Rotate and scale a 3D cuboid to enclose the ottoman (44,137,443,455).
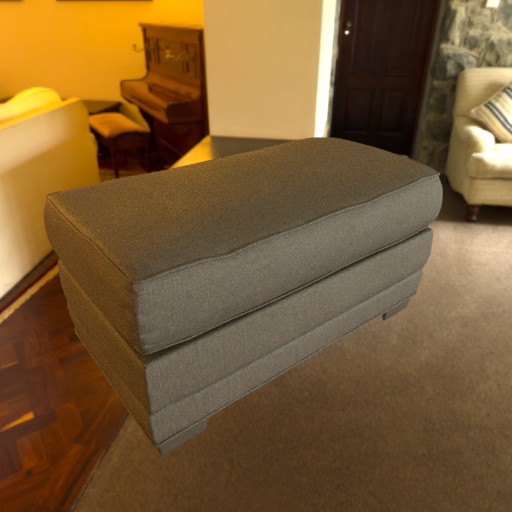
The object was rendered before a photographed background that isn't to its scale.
[{"bbox_3d":[0.000,0.000,1.124,0.864,0.448,0.490,-21,36,-33],"label":"ottoman"}]
